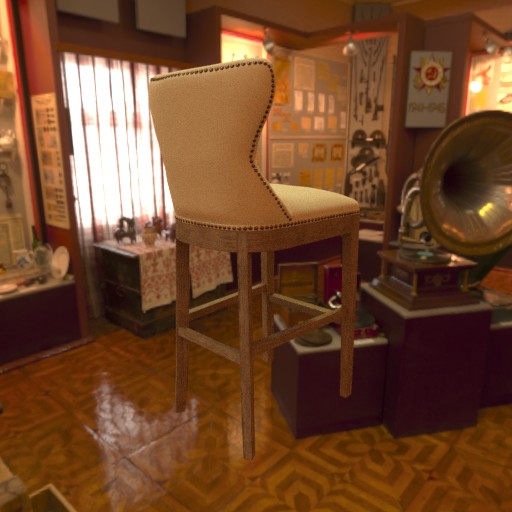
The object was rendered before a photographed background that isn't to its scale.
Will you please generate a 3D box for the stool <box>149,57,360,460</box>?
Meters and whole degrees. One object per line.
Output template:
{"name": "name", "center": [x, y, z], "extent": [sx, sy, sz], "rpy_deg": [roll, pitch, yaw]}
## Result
{"name": "stool", "center": [0.000, 0.000, 1.477], "extent": [0.494, 1.123, 0.606], "rpy_deg": [13, 19, 42]}
